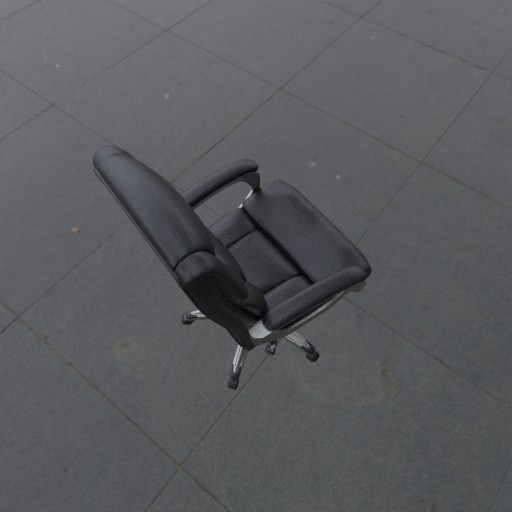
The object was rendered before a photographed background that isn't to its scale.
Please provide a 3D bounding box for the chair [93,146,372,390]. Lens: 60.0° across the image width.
[{"bbox_3d":[0.000,0.000,1.606,0.739,1.155,0.663,-33,64,-18],"label":"chair"}]
